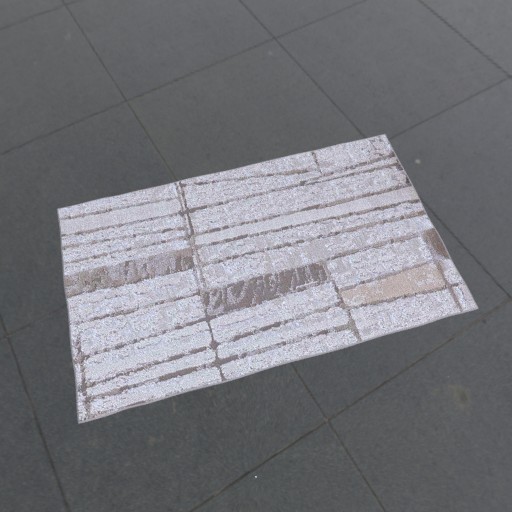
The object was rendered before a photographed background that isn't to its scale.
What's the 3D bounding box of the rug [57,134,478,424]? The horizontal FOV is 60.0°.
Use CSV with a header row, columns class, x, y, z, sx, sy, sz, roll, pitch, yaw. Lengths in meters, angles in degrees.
class,x,y,z,sx,sy,sz,roll,pitch,yaw
rug,0.000,0.000,1.024,0.867,0.007,0.515,-14,64,-7
